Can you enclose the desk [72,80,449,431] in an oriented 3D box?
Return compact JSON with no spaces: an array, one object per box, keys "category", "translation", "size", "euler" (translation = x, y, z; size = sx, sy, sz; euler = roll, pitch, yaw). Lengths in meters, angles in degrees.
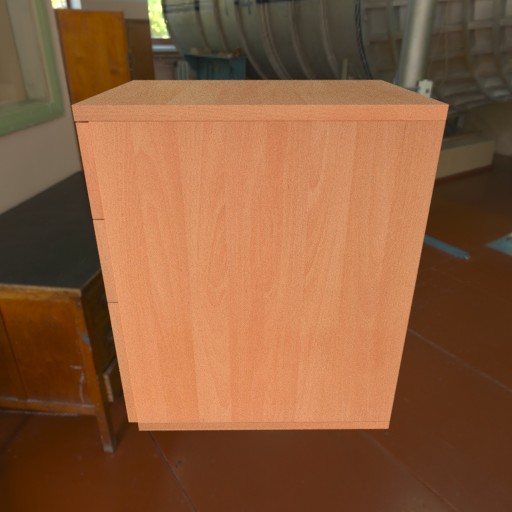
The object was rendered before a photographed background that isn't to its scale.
[{"category":"desk","translation":[0.000,0.000,1.034],"size":[0.600,0.730,0.404],"euler":[0,27,0]}]
